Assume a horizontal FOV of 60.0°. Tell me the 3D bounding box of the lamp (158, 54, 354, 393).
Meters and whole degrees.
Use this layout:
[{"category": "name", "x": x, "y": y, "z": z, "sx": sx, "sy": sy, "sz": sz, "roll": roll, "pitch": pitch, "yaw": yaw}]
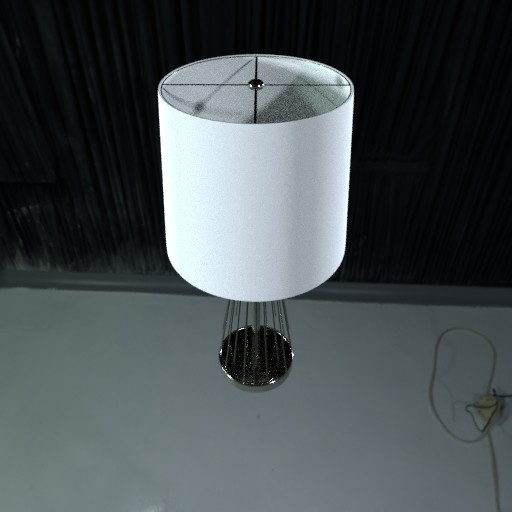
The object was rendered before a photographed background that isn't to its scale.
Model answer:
[{"category": "lamp", "x": 0.000, "y": 0.000, "z": 0.790, "sx": 0.303, "sy": 0.618, "sz": 0.303, "roll": 0, "pitch": 40, "yaw": 0}]
